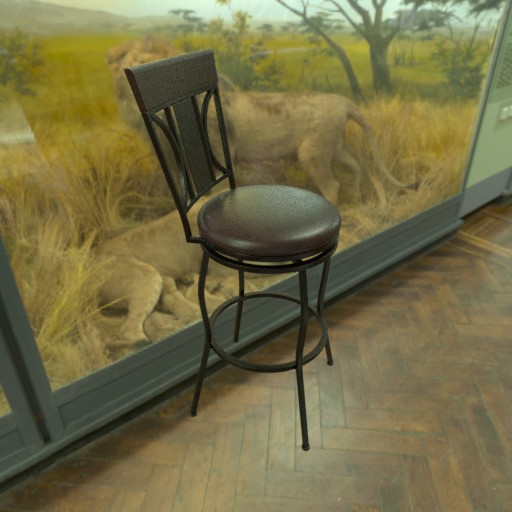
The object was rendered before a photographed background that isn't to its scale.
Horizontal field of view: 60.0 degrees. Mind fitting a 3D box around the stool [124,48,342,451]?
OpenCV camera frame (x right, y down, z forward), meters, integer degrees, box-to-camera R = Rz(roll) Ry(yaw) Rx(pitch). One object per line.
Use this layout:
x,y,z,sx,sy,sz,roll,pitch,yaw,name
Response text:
0.000,0.000,1.390,0.513,1.130,0.448,10,32,17,stool
